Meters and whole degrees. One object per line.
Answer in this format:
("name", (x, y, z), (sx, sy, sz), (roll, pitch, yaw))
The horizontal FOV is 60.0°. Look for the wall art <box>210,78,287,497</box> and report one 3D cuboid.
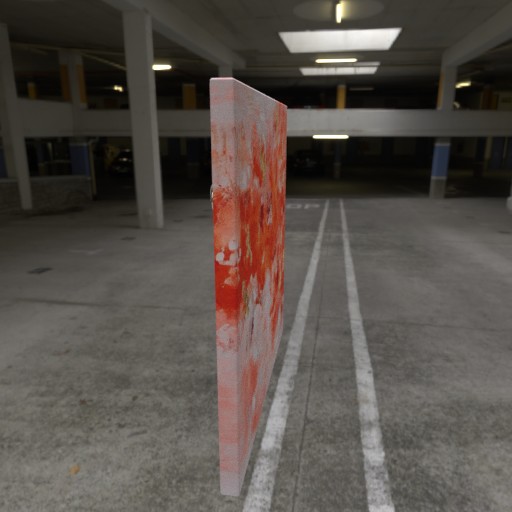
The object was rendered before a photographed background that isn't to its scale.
("wall art", (0.000, 0.000, 1.101), (0.064, 0.746, 0.747), (3, 16, 9))
